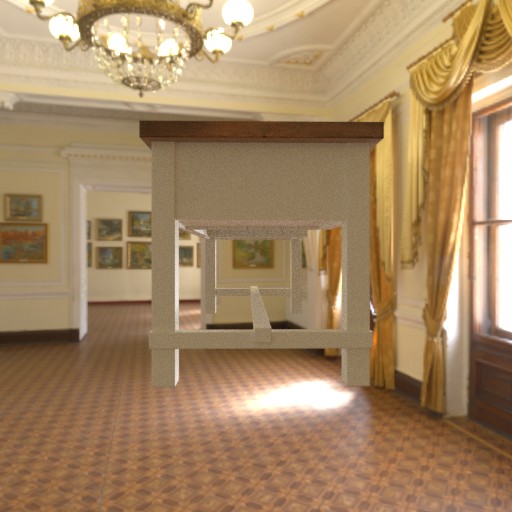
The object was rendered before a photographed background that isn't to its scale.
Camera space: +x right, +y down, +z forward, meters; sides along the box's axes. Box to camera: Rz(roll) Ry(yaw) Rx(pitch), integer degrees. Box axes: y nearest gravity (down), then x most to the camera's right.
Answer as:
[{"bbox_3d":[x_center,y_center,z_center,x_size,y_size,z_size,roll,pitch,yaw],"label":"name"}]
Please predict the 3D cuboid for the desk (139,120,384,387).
[{"bbox_3d":[0.000,0.000,2.150,0.688,0.762,1.803,0,0,-1],"label":"desk"}]
